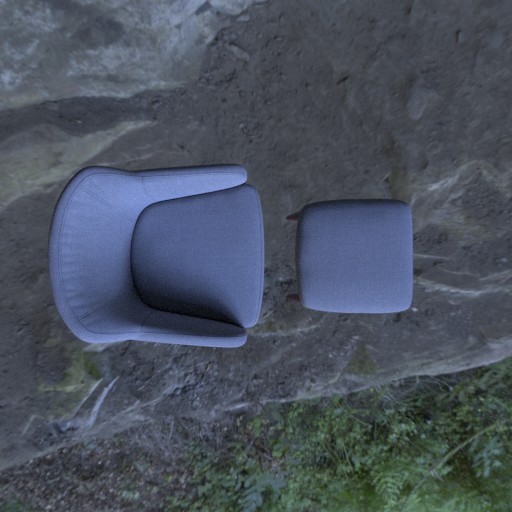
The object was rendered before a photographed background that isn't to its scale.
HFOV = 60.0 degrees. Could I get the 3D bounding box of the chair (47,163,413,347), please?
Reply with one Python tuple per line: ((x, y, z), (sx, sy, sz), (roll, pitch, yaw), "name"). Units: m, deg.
((0.000, 0.000, 1.561), (1.107, 0.799, 0.584), (0, 89, 1), "chair")
